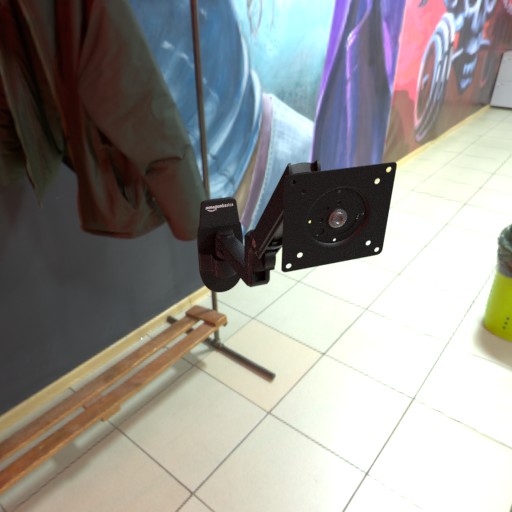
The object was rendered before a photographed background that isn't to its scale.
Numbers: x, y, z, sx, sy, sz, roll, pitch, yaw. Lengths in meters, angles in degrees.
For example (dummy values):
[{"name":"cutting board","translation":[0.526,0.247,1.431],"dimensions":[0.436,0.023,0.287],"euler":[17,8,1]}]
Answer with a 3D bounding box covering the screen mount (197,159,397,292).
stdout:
[{"name":"screen mount","translation":[0.000,0.000,0.724],"dimensions":[0.115,0.466,0.495],"euler":[-10,32,-16]}]
